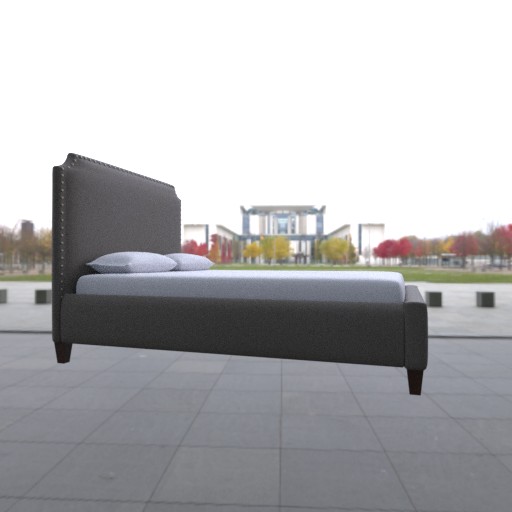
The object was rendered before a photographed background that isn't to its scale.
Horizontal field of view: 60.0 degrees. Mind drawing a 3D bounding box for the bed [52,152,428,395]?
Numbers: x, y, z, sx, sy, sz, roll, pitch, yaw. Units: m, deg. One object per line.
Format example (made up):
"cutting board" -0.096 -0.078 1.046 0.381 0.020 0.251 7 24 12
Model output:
"bed" 0.000 0.000 3.386 2.372 1.443 1.712 0 -1 18
